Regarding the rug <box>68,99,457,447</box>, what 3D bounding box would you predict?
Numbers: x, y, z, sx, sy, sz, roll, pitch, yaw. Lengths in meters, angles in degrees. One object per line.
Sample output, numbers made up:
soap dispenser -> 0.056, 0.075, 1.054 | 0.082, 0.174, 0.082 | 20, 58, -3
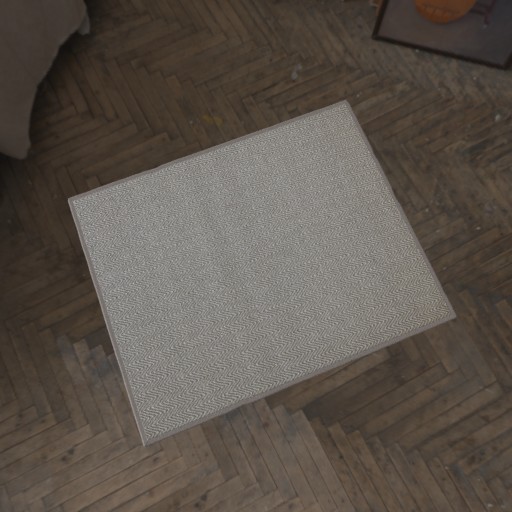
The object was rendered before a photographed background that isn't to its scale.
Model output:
rug -> 0.000, 0.000, 4.192 | 3.007, 0.032, 2.434 | -21, 77, -5
